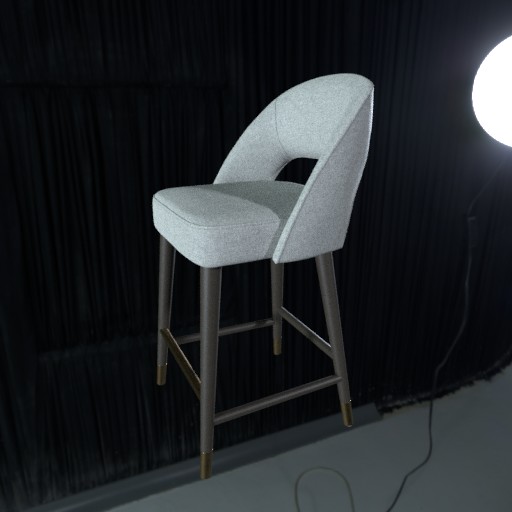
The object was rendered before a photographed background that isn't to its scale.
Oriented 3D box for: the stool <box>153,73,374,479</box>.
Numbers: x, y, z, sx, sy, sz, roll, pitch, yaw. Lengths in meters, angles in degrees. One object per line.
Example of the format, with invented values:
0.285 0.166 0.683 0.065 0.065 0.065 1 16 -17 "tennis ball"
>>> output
0.000 0.000 1.218 0.509 0.940 0.494 -9 21 -24 "stool"
